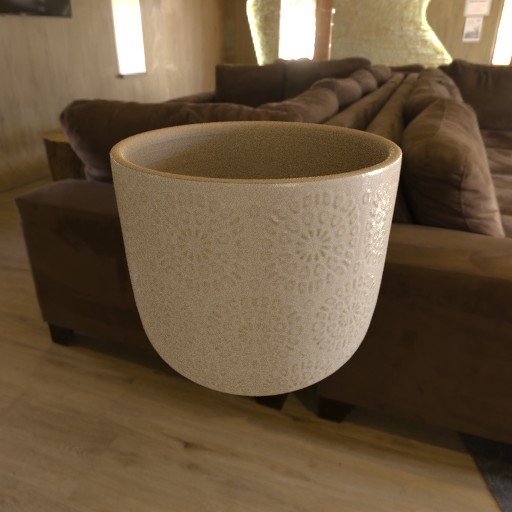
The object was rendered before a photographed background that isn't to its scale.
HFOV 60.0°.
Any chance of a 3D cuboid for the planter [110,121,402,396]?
[{"bbox_3d":[0.000,0.000,0.301,0.170,0.152,0.170,0,26,0],"label":"planter"}]
